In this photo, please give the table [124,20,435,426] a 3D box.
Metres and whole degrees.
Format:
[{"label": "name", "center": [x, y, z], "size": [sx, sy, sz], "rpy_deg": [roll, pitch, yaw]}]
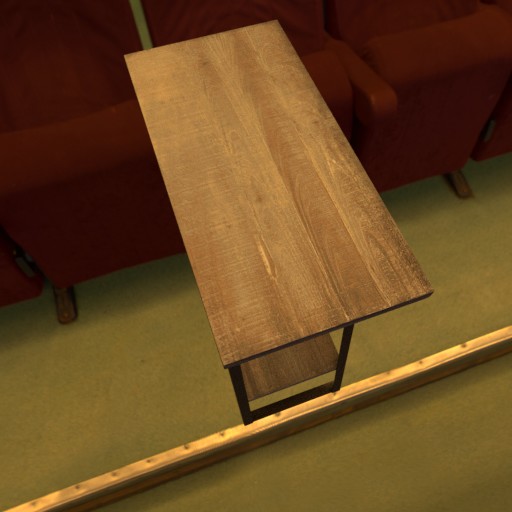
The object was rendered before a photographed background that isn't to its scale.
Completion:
[{"label": "table", "center": [0.000, 0.000, 1.013], "size": [0.300, 0.701, 0.599], "rpy_deg": [-18, 64, -9]}]
